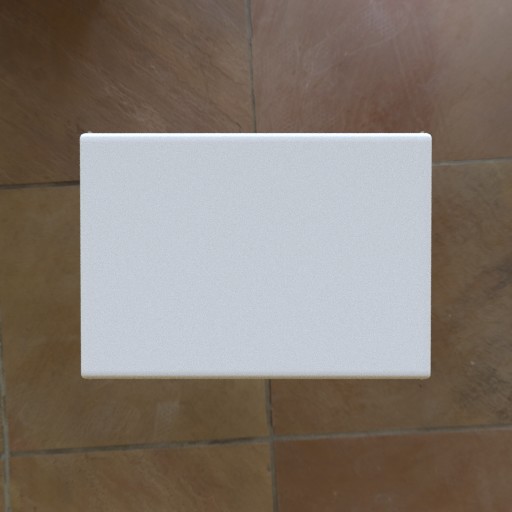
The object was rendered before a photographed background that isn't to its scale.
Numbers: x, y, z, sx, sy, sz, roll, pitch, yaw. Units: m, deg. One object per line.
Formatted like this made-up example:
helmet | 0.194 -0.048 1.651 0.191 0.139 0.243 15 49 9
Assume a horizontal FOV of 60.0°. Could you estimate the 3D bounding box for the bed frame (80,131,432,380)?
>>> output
bed frame | 0.000 0.000 2.643 1.945 0.497 1.445 0 91 0
